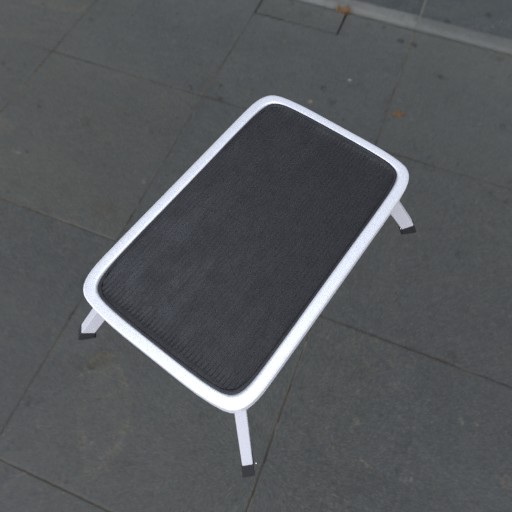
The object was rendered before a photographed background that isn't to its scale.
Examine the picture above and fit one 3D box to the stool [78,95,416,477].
[{"bbox_3d":[0.000,0.000,0.607,0.320,0.170,0.460,34,69,15],"label":"stool"}]
